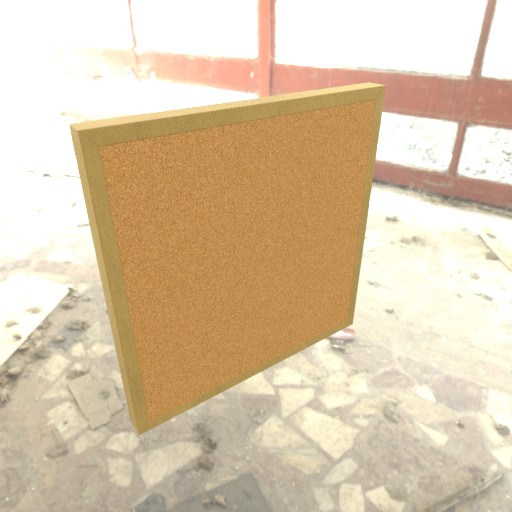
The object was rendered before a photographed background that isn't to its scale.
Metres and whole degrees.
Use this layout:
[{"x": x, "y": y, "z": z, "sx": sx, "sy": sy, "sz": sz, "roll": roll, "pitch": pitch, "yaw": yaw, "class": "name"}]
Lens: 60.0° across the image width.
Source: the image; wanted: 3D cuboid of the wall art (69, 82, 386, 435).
[{"x": 0.000, "y": 0.000, "z": 0.756, "sx": 0.508, "sy": 0.508, "sz": 0.038, "roll": -20, "pitch": 35, "yaw": -30, "class": "wall art"}]
